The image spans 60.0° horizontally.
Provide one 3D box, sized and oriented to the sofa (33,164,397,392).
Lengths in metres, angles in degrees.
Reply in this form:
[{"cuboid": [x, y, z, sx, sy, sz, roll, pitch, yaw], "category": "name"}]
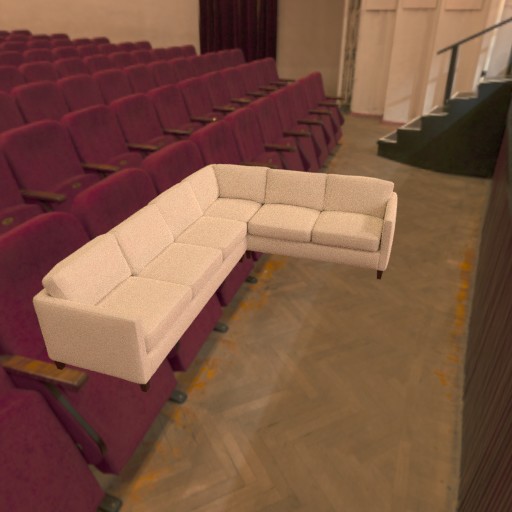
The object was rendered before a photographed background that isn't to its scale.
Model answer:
[{"cuboid": [0.000, 0.000, 4.480, 2.593, 0.947, 3.302, 9, 29, 16], "category": "sofa"}]
